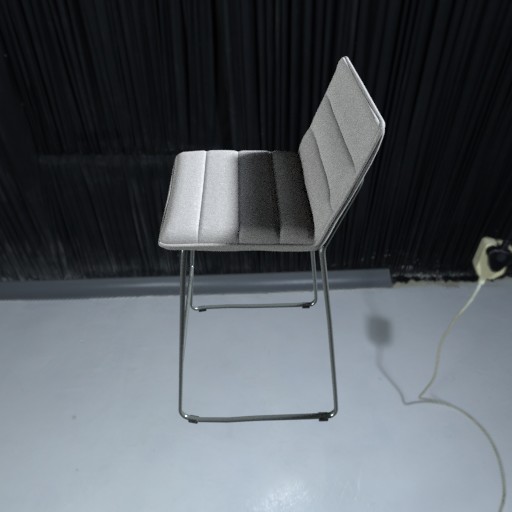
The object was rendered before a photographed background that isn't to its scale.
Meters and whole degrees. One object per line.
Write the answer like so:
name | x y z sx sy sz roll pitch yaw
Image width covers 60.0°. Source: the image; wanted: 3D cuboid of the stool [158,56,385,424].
stool | 0.000 0.000 1.240 0.490 0.960 0.490 -1 42 -1
